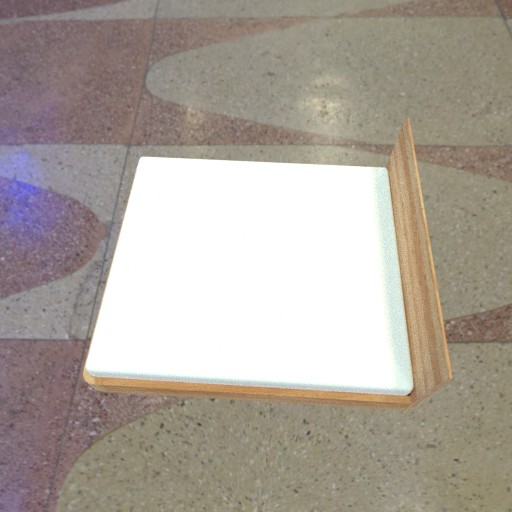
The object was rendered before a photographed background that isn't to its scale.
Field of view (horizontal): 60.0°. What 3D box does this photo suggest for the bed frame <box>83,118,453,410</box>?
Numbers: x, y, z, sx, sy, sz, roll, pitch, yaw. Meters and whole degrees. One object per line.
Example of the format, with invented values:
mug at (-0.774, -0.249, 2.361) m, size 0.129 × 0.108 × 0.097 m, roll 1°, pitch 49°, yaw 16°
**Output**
bed frame at (0.000, 0.000, 3.133) m, size 2.092 × 0.940 × 1.872 m, roll 3°, pitch 59°, yaw 2°
